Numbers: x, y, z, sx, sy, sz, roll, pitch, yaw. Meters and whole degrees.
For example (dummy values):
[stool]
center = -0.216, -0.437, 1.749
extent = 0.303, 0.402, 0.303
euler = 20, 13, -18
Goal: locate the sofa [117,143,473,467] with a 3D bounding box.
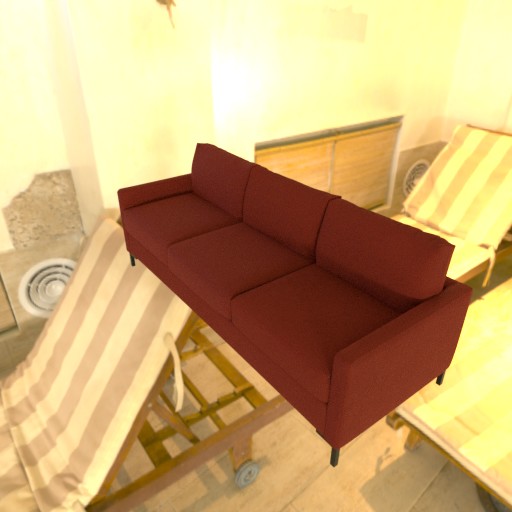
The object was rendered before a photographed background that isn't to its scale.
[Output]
[sofa]
center = 0.000, 0.000, 2.687
extent = 0.875, 0.879, 2.252
euler = -20, 35, -32
